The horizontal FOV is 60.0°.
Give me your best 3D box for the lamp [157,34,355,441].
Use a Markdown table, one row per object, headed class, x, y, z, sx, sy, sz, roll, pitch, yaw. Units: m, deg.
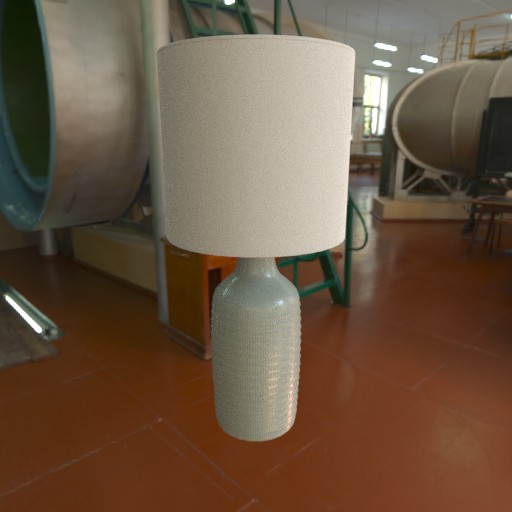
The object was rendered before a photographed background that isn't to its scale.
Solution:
| class | x | y | z | sx | sy | sz | roll | pitch | yaw |
| --- | --- | --- | --- | --- | --- | --- | --- | --- | --- |
| lamp | 0.000 | 0.000 | 0.568 | 0.220 | 0.475 | 0.220 | -2 | 16 | -8 |
